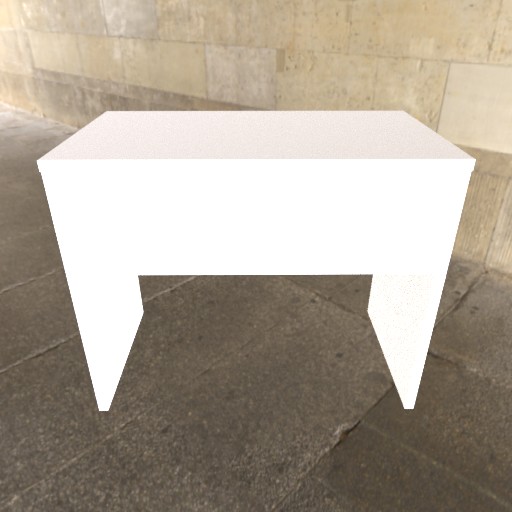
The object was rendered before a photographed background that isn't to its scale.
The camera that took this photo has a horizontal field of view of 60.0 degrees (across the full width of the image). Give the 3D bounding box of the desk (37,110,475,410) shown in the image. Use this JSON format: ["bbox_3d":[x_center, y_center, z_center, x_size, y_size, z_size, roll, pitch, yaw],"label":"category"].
[{"bbox_3d":[0.000,0.000,1.304,0.900,0.729,0.498,0,29,0],"label":"desk"}]
